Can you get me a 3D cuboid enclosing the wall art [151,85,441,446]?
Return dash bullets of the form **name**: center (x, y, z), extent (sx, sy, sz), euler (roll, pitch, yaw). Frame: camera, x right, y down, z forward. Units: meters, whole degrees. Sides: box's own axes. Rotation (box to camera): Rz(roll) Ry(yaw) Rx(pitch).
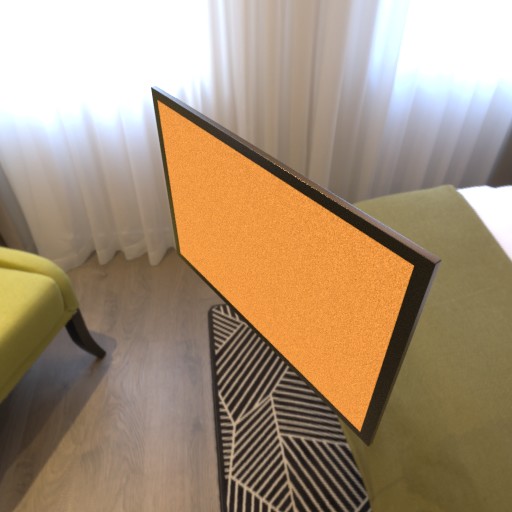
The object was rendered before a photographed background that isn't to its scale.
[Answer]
- **wall art**: center (0.000, 0.000, 1.039), extent (0.015, 0.552, 0.819), euler (-28, 49, -28)
